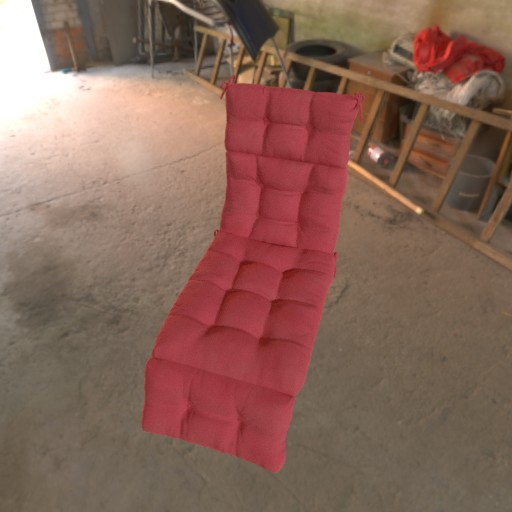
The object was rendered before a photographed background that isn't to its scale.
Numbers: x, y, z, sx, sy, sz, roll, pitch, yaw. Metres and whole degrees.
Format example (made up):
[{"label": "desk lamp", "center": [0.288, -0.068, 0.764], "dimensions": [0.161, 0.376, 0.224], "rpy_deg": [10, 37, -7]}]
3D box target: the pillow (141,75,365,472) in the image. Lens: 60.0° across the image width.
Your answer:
[{"label": "pillow", "center": [0.000, 0.000, 1.503], "dimensions": [0.526, 0.863, 1.016], "rpy_deg": [11, 42, 13]}]
